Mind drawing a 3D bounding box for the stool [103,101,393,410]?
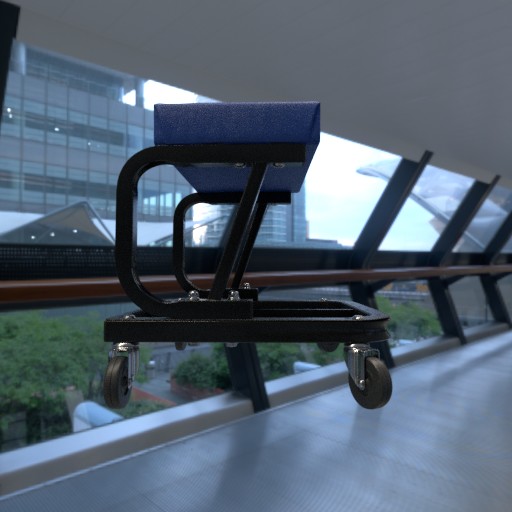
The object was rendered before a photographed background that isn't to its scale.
[{"bbox_3d":[0.000,0.000,0.732,0.371,0.380,0.446,0,-2,1],"label":"stool"}]
